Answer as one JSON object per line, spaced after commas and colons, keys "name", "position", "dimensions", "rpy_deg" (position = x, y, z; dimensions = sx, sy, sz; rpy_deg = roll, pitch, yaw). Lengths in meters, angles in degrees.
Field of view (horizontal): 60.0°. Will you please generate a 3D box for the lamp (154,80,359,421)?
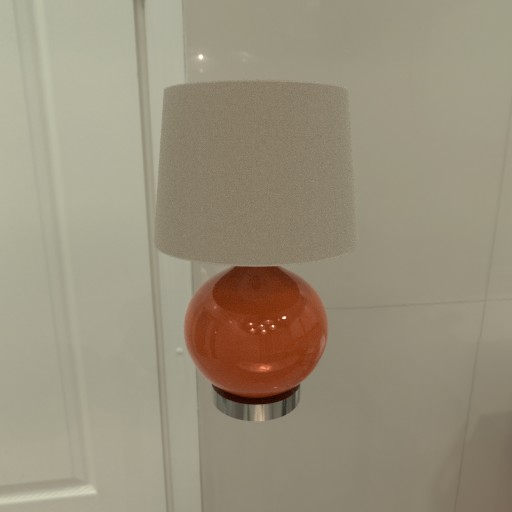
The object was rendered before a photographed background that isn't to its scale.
{"name": "lamp", "position": [0.000, 0.000, 0.551], "dimensions": [0.247, 0.387, 0.247], "rpy_deg": [0, 15, 0]}
